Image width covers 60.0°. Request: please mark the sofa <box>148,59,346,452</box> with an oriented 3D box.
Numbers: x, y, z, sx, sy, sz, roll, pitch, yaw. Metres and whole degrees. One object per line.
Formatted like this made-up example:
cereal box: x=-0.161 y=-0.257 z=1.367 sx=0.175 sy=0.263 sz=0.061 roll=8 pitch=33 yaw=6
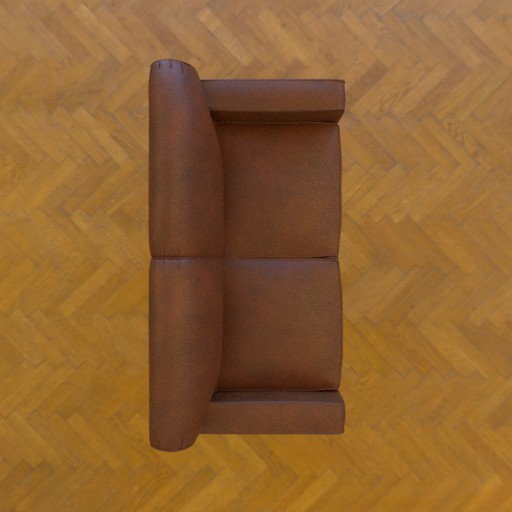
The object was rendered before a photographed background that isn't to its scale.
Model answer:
sofa: x=0.000 y=0.000 z=2.443 sx=1.000 sy=0.966 sz=1.856 roll=0 pitch=90 yaw=1
